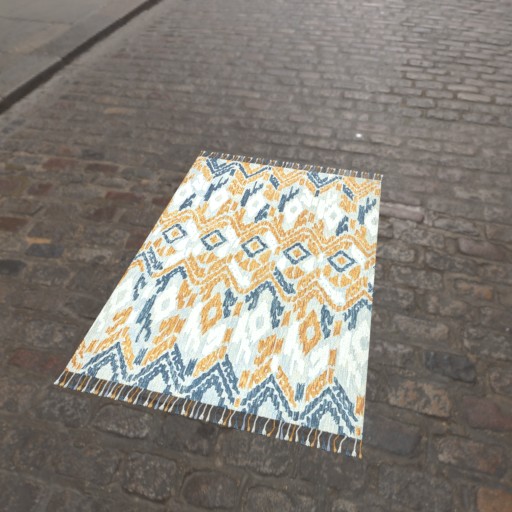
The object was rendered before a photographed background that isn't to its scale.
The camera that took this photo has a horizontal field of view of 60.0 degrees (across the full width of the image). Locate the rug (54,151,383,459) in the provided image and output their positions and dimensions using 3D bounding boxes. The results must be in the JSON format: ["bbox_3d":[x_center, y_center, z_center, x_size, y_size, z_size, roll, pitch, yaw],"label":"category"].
[{"bbox_3d":[0.000,0.000,2.307,1.230,0.008,1.827,10,45,10],"label":"rug"}]
